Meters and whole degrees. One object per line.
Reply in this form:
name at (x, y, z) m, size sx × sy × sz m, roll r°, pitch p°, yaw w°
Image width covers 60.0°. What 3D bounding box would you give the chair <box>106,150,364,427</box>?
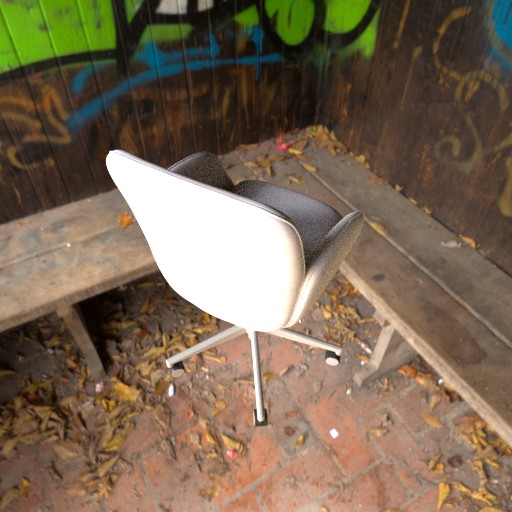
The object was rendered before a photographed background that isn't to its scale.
chair at (0.000, 0.000, 1.401) m, size 0.648 × 0.959 × 0.633 m, roll 23°, pitch 50°, yaw 21°
